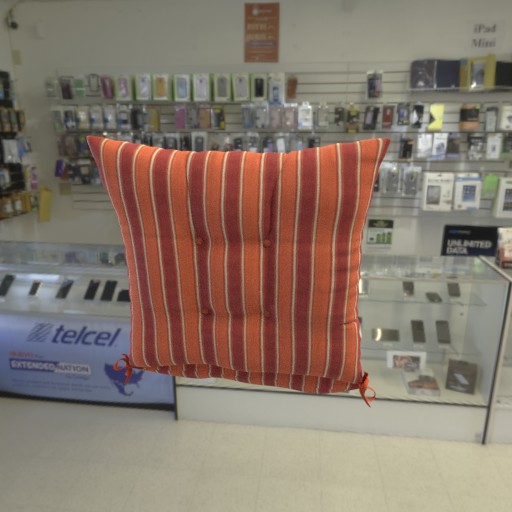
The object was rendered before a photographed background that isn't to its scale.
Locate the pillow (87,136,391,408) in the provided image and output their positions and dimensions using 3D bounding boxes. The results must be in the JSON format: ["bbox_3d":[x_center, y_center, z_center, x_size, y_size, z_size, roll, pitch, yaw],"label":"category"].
[{"bbox_3d":[0.000,0.000,1.020,0.541,0.536,0.585,2,16,9],"label":"pillow"}]
